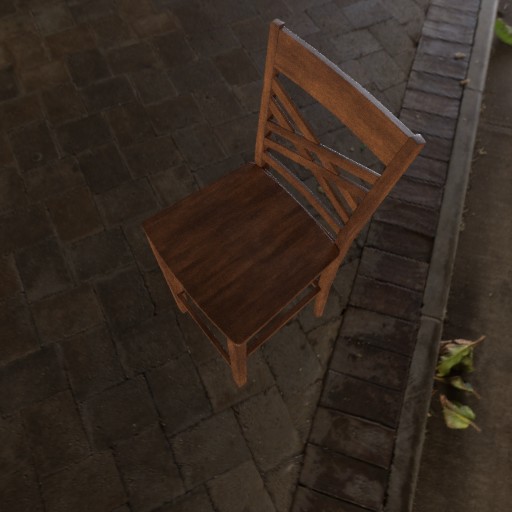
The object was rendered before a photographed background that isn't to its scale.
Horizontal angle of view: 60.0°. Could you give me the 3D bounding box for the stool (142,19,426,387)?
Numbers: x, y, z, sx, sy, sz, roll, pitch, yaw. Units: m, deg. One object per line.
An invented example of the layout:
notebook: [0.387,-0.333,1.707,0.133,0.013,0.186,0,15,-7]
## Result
stool: [0.000,0.000,1.327,0.487,1.105,0.433,-36,70,-15]
